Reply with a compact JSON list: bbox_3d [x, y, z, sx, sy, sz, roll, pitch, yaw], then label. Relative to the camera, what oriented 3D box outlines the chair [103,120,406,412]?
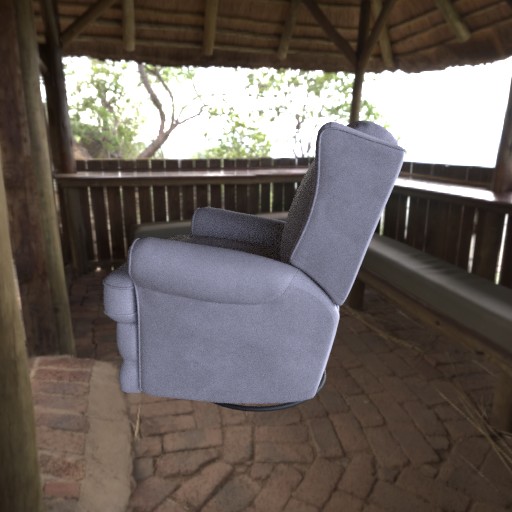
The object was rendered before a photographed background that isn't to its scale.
[{"bbox_3d":[0.000,0.000,1.739,0.969,1.011,0.847,2,15,9],"label":"chair"}]
